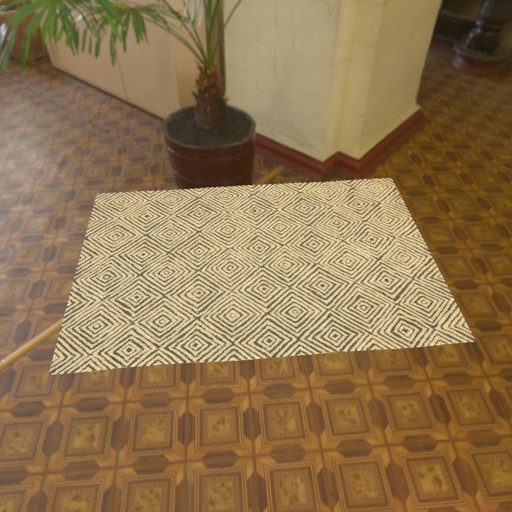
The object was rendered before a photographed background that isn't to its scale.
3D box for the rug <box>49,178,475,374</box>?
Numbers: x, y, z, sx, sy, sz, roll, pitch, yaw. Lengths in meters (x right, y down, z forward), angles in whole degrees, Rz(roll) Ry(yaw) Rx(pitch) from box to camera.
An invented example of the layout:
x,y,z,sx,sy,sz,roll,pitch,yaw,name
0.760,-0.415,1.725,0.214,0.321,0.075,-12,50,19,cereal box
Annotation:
x,y,z,sx,sy,sz,roll,pitch,yaw,name
0.000,0.000,2.216,1.750,0.004,1.177,-4,46,-4,rug
